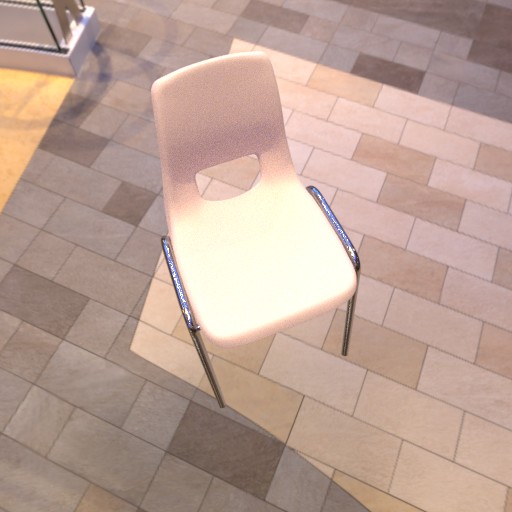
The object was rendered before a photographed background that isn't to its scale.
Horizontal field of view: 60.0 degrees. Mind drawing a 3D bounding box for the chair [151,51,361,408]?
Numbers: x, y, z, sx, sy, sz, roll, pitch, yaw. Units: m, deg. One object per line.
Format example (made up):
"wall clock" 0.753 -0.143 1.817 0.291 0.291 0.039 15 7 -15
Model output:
"chair" 0.000 0.000 0.974 0.381 0.704 0.436 -20 65 -10
